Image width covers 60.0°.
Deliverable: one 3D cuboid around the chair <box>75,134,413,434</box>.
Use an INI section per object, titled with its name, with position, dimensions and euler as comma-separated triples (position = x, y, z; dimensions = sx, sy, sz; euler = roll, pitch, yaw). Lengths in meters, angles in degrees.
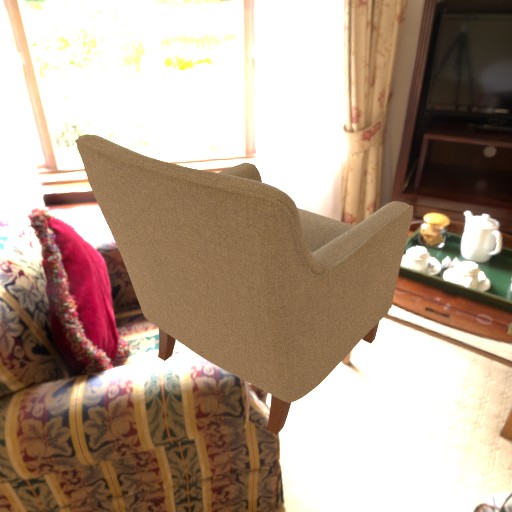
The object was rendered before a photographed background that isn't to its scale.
[chair]
position = 0.000, 0.000, 1.791
dimensions = 0.887, 1.047, 0.993
euler = 22, 37, 32
